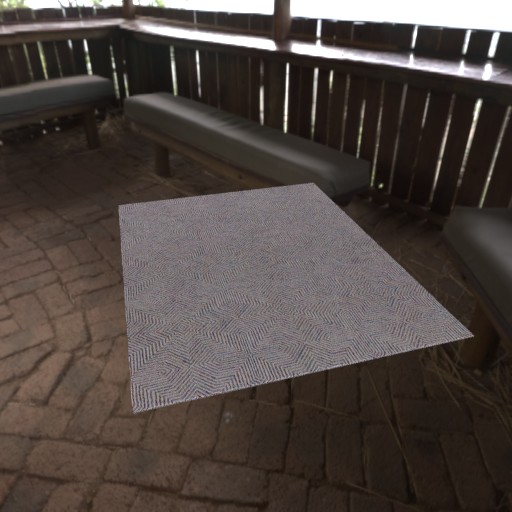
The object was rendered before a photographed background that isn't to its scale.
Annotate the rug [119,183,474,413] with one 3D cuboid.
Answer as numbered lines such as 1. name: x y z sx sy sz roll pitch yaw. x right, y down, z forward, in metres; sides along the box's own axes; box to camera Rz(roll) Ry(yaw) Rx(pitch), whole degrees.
1. rug: 0.000 0.000 4.198 2.442 0.008 3.046 -9 33 -14
